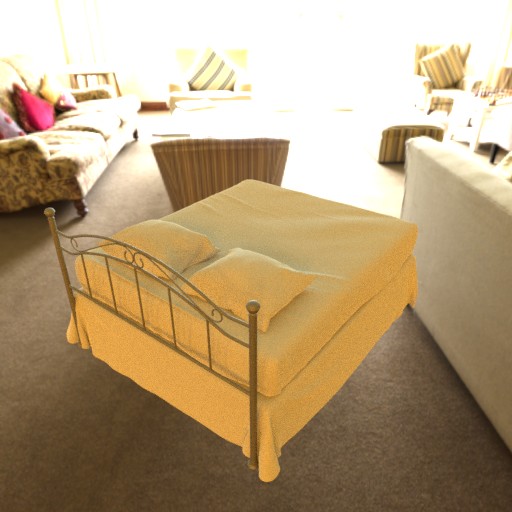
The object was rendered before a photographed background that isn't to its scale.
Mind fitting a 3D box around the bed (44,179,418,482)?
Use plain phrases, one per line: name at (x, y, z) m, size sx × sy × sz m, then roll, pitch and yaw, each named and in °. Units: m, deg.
bed at (0.000, 0.000, 3.274) m, size 1.936 × 1.080 × 2.215 m, roll 21°, pitch 36°, yaw 32°
